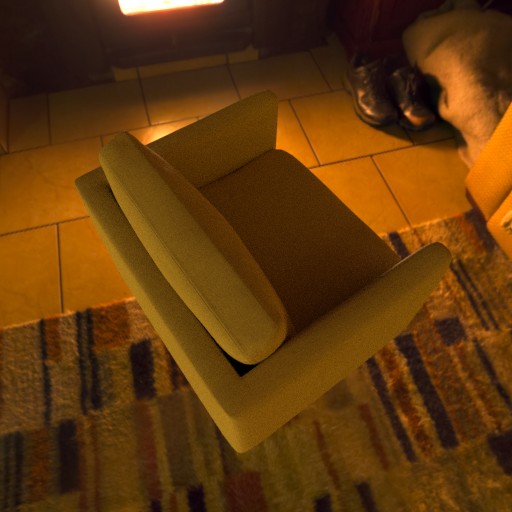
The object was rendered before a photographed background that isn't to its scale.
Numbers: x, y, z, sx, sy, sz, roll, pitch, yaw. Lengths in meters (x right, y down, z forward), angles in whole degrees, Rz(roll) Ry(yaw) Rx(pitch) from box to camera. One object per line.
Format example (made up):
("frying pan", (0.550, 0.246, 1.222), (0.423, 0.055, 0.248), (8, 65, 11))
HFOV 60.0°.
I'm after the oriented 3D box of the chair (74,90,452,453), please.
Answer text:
("chair", (0.000, 0.000, 1.811), (0.959, 0.961, 1.107), (-31, 63, -18))
